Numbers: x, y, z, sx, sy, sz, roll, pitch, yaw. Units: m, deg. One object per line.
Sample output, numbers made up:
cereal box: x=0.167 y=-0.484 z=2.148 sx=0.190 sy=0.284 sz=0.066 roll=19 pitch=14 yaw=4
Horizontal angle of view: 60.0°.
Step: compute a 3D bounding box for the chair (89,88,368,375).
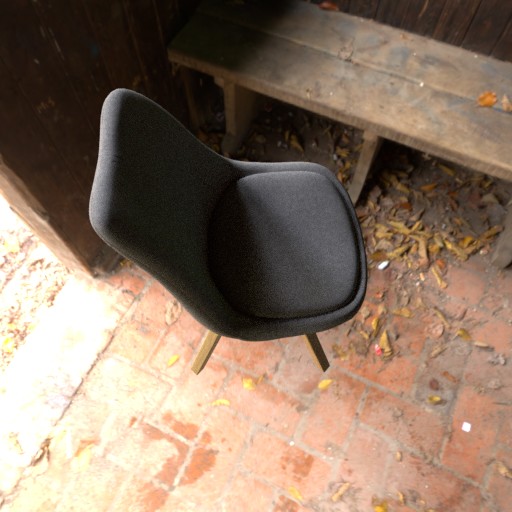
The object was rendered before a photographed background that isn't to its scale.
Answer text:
chair: x=0.000 y=0.000 z=1.138 sx=0.550 sy=0.865 sz=0.483 roll=-3 pitch=64 yaw=-1
